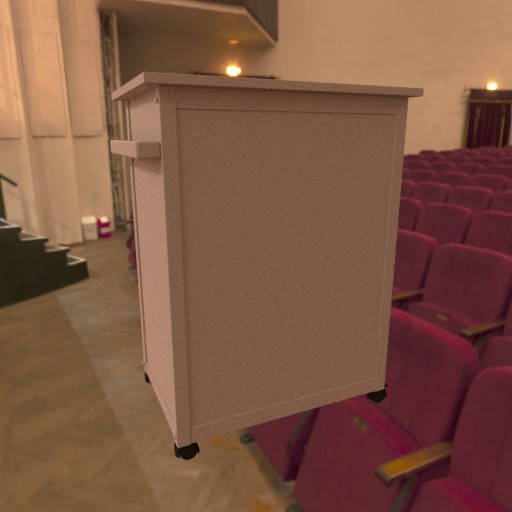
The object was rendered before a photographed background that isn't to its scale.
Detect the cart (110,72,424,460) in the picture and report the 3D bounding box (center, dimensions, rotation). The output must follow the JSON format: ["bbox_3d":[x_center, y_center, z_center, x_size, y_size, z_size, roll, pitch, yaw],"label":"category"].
[{"bbox_3d":[0.000,0.000,1.231,0.683,0.864,0.442,-7,16,-24],"label":"cart"}]
